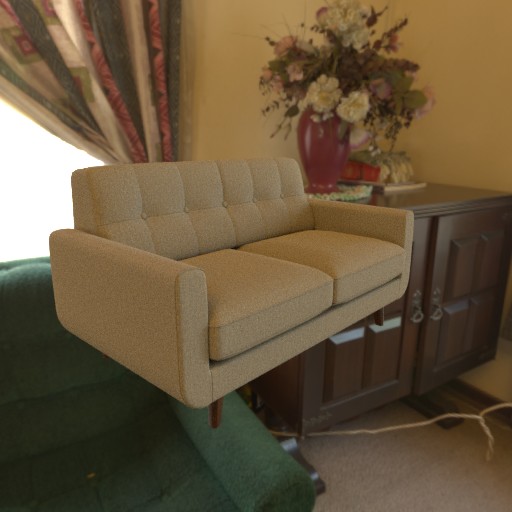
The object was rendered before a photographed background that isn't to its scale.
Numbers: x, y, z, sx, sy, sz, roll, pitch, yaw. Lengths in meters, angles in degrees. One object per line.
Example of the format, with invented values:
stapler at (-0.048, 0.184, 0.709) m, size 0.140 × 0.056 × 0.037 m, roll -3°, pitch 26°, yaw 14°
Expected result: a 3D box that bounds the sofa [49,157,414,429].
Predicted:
sofa at (0.000, 0.000, 2.226) m, size 0.952 × 0.925 × 1.651 m, roll 13°, pitch 20°, yaw 41°
